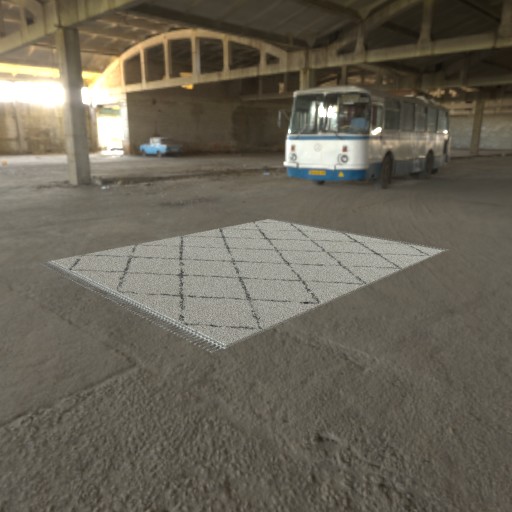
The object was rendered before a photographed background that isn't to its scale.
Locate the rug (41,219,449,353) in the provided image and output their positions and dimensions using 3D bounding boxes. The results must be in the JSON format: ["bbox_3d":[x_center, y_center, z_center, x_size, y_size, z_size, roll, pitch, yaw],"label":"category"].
[{"bbox_3d":[0.000,0.000,4.160,2.380,0.013,3.051,15,21,43],"label":"rug"}]
